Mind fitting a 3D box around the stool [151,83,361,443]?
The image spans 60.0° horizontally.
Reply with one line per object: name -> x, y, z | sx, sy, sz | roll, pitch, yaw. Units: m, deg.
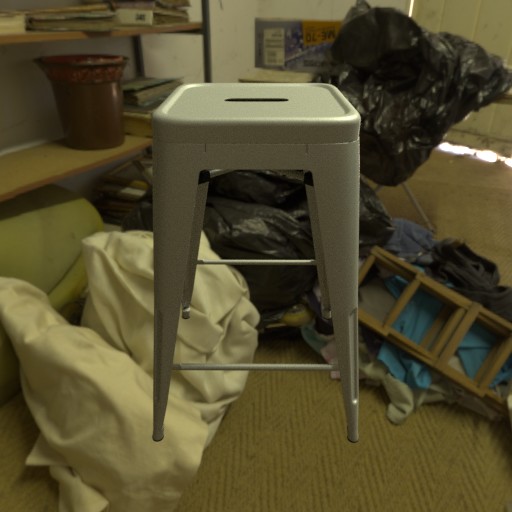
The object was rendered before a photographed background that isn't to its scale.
stool -> 0.000, 0.000, 0.888 | 0.406, 0.610, 0.406 | 0, 30, 0
